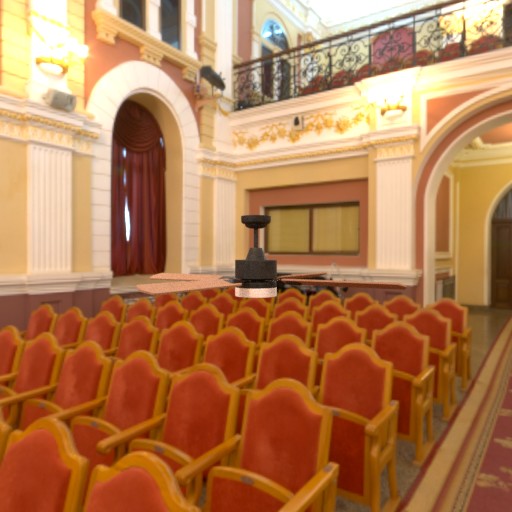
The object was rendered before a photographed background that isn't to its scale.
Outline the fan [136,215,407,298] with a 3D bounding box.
[{"bbox_3d":[0.000,0.000,1.976,1.320,0.355,1.320,0,0,34],"label":"fan"}]
